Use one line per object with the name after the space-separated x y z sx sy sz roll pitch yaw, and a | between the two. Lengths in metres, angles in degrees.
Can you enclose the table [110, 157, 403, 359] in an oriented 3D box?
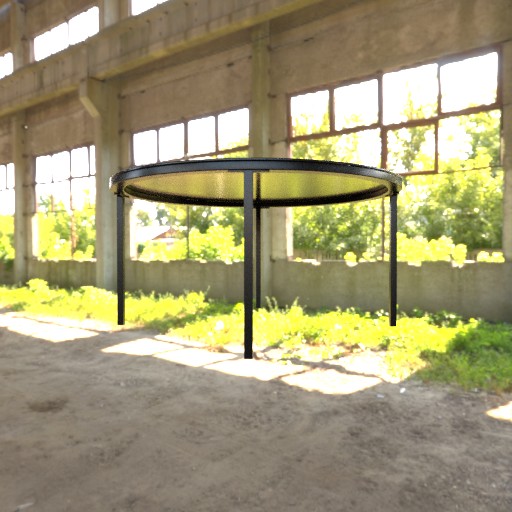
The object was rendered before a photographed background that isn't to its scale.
0.000 0.000 1.276 0.800 0.400 0.800 0 1 0 | table
